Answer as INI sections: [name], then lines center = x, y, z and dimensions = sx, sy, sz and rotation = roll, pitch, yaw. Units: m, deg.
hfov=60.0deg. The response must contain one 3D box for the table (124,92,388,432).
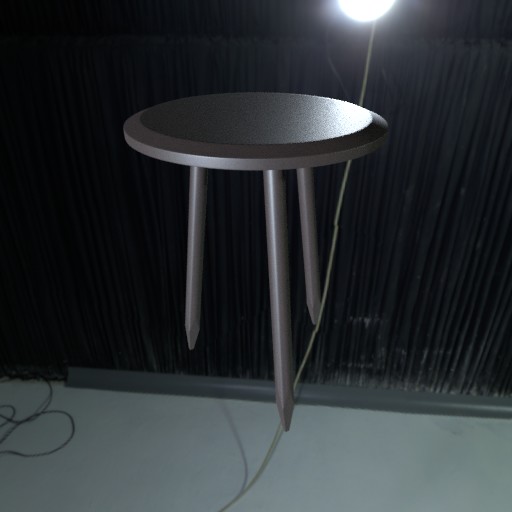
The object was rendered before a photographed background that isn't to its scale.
[table]
center = 0.000, 0.000, 0.931
dimensions = 0.457, 0.585, 0.457
rotation = 0, 30, 0
